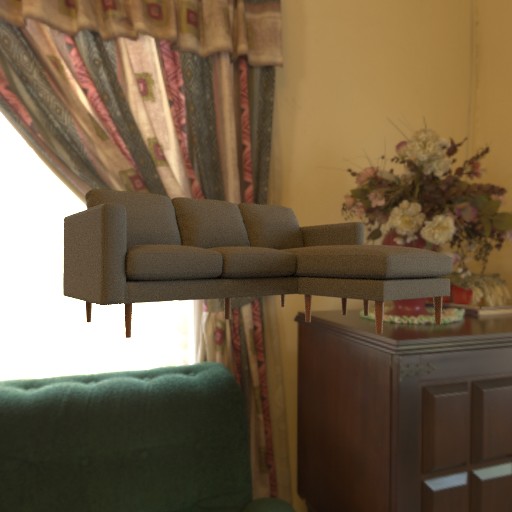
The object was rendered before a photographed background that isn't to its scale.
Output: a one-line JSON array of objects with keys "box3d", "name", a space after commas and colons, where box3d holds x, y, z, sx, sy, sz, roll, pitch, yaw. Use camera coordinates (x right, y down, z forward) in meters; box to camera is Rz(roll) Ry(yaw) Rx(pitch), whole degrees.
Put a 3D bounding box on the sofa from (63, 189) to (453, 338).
[{"box3d": [0.000, 0.000, 2.901, 2.031, 0.897, 1.591, 0, -1, -36], "name": "sofa"}]
